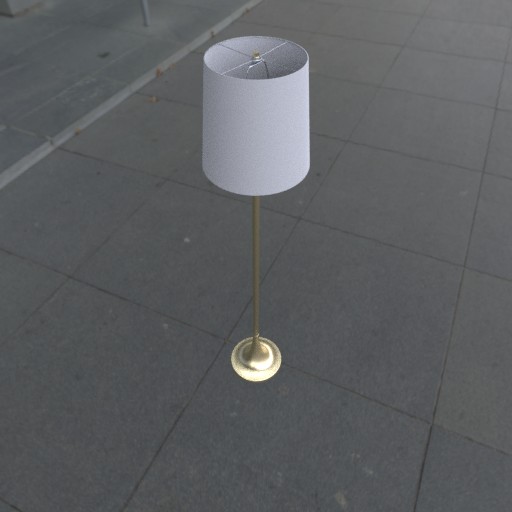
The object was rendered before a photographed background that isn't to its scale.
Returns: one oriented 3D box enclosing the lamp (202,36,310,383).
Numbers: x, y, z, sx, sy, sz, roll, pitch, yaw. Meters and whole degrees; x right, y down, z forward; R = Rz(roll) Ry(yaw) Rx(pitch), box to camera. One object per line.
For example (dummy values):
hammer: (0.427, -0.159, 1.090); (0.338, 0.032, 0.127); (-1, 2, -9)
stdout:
lamp: (0.000, 0.000, 1.712); (0.337, 1.543, 0.337); (0, 47, 0)
